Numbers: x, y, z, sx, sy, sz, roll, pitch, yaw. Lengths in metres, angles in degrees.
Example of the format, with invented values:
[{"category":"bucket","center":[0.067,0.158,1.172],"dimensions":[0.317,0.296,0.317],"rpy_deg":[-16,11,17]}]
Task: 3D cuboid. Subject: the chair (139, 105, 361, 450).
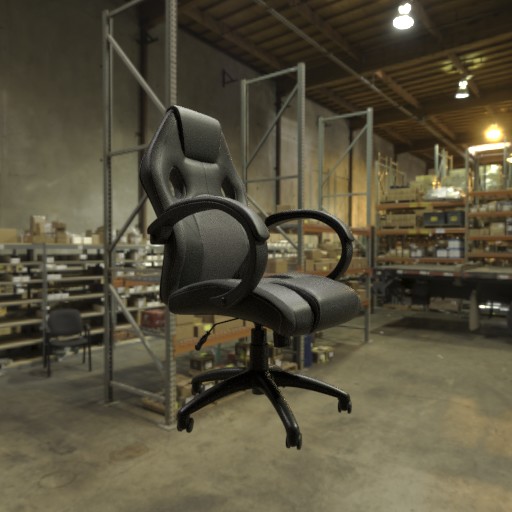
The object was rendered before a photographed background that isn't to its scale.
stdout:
[{"category":"chair","center":[0.000,0.000,1.667],"dimensions":[0.724,1.187,0.673],"rpy_deg":[1,2,36]}]
